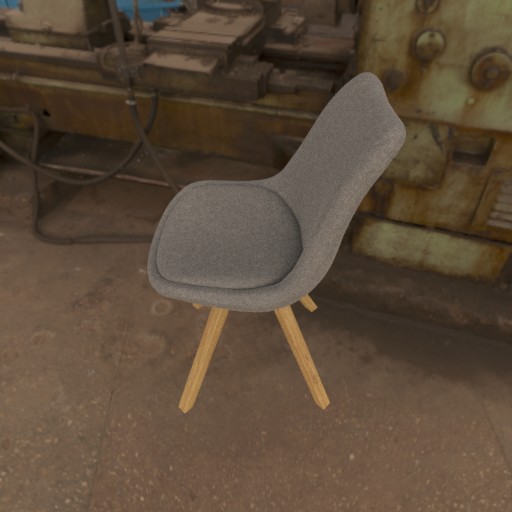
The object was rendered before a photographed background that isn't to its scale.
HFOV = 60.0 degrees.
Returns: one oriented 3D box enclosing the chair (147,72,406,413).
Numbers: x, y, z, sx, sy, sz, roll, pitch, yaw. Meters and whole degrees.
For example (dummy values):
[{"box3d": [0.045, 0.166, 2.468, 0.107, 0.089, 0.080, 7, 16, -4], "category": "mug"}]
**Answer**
[{"box3d": [0.000, 0.000, 1.176, 0.550, 0.865, 0.483, 0, 43, 0], "category": "chair"}]
